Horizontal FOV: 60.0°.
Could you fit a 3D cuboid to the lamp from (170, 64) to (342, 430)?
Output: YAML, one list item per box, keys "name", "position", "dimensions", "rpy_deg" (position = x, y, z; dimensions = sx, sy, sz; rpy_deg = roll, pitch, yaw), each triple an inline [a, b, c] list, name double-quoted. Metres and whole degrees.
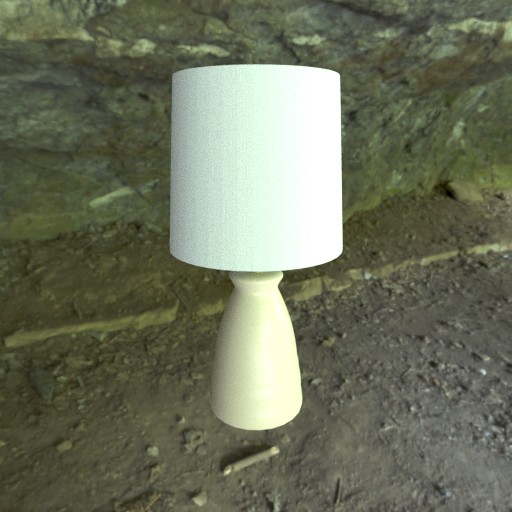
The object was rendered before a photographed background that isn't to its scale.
- name: "lamp"
  position: [0.000, 0.000, 0.490]
  dimensions: [0.186, 0.369, 0.186]
  rpy_deg: [0, 15, 0]
